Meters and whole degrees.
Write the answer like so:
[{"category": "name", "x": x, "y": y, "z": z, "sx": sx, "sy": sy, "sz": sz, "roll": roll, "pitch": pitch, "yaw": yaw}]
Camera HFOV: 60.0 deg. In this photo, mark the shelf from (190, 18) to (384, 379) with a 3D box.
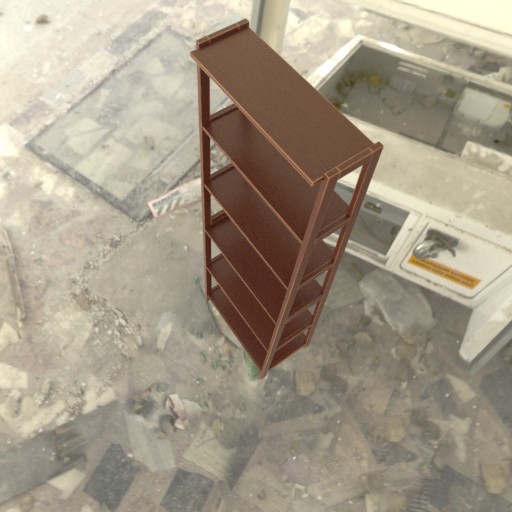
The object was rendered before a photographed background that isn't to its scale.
[{"category": "shelf", "x": 0.000, "y": 0.000, "z": 2.103, "sx": 0.381, "sy": 1.892, "sz": 0.660, "roll": -32, "pitch": 67, "yaw": -15}]
